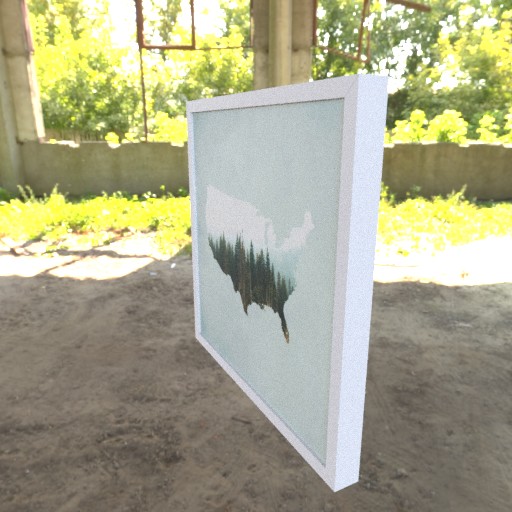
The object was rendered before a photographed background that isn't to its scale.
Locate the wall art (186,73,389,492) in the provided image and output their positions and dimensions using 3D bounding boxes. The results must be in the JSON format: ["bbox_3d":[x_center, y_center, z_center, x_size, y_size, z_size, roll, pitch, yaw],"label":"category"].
[{"bbox_3d":[0.000,0.000,0.439,0.024,0.304,0.304,-8,18,-27],"label":"wall art"}]
